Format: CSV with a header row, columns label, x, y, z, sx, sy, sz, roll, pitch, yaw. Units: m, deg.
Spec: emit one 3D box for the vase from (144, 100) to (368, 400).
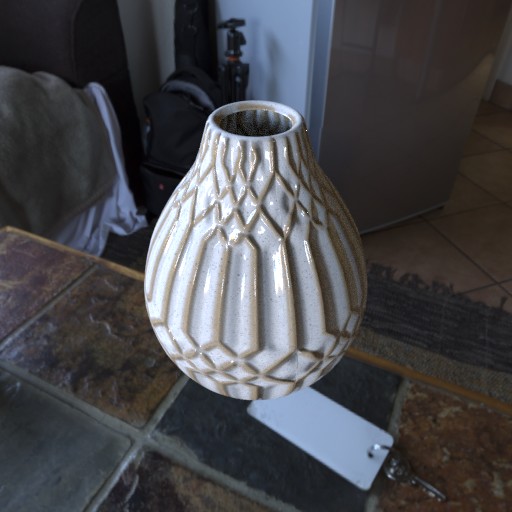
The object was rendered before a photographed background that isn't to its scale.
label,x,y,z,sx,sy,sz,roll,pitch,yaw
vase,0.000,0.000,0.309,0.159,0.200,0.159,0,41,0
